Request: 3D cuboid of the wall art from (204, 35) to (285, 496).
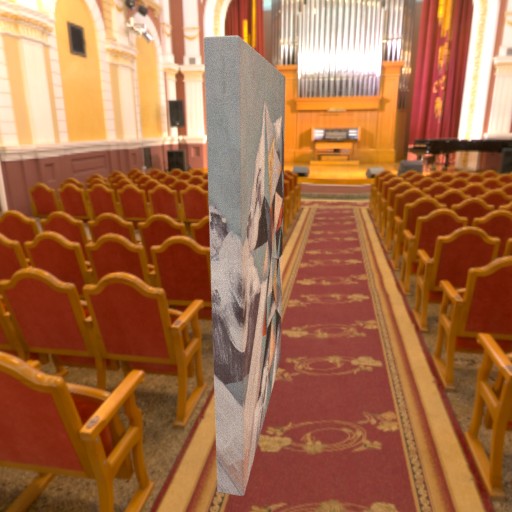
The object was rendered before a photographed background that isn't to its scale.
[{"bbox_3d":[0.000,0.000,1.126,0.061,0.911,0.609,3,17,10],"label":"wall art"}]
